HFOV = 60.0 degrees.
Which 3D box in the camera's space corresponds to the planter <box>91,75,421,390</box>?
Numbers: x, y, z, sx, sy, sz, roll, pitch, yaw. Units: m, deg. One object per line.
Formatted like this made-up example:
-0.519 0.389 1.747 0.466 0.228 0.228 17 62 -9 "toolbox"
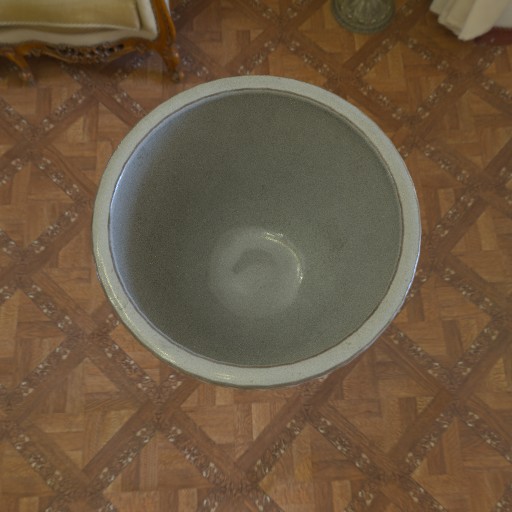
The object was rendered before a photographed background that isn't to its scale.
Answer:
0.000 0.000 0.245 0.139 0.130 0.139 0 75 0 "planter"
